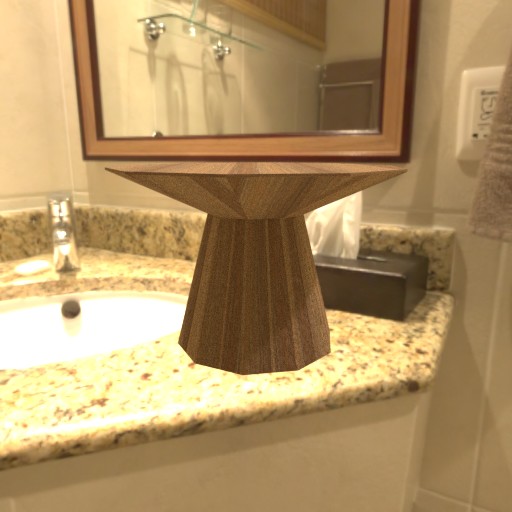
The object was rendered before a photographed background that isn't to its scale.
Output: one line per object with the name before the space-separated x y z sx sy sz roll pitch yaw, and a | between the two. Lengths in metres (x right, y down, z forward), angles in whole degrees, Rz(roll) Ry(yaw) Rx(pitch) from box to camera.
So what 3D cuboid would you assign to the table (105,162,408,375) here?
table | 0.000 0.000 1.898 1.186 0.752 1.186 0 13 0
